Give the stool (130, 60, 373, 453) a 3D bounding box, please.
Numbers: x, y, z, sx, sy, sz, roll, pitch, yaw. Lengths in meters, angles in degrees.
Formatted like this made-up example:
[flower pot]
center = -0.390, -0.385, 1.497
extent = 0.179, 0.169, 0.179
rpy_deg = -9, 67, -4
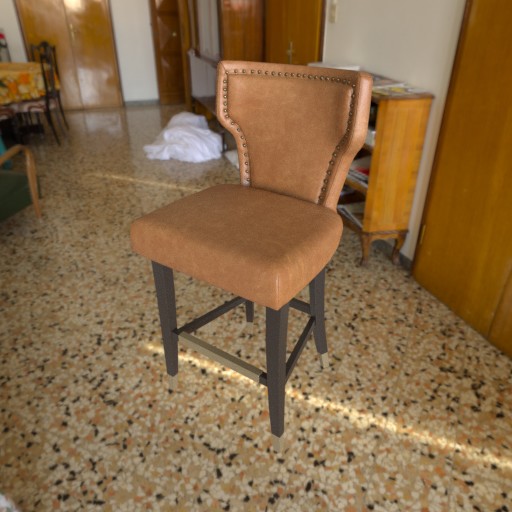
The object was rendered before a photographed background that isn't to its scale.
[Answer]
[stool]
center = 0.000, 0.000, 1.412
extent = 0.526, 1.092, 0.563
rpy_deg = 19, 35, 29
